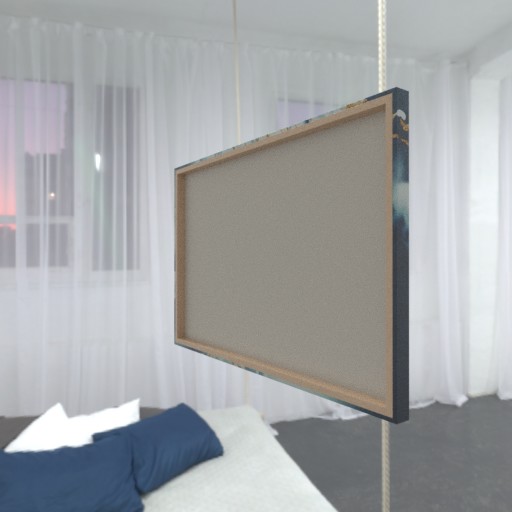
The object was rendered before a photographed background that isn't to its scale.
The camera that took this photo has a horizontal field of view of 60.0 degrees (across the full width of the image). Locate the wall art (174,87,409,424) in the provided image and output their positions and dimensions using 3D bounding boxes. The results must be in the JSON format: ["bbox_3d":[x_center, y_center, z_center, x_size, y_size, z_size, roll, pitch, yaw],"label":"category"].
[{"bbox_3d":[0.000,0.000,1.178,0.038,0.608,0.912,0,0,-36],"label":"wall art"}]
